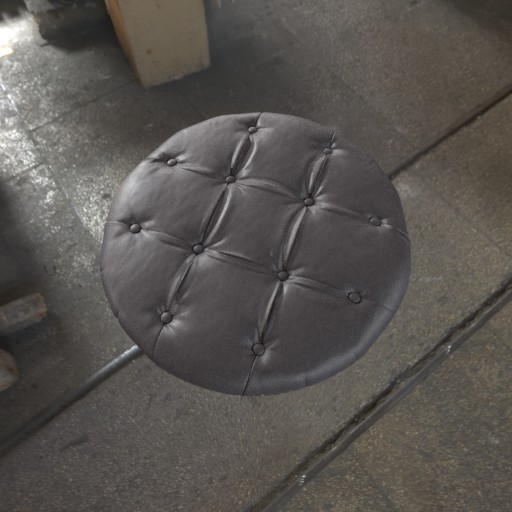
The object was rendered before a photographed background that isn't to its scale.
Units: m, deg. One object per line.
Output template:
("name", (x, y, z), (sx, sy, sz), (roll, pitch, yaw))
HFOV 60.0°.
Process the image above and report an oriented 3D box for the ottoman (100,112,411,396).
("ottoman", (0.000, 0.000, 1.404), (0.901, 0.439, 0.901), (0, 63, 0))
